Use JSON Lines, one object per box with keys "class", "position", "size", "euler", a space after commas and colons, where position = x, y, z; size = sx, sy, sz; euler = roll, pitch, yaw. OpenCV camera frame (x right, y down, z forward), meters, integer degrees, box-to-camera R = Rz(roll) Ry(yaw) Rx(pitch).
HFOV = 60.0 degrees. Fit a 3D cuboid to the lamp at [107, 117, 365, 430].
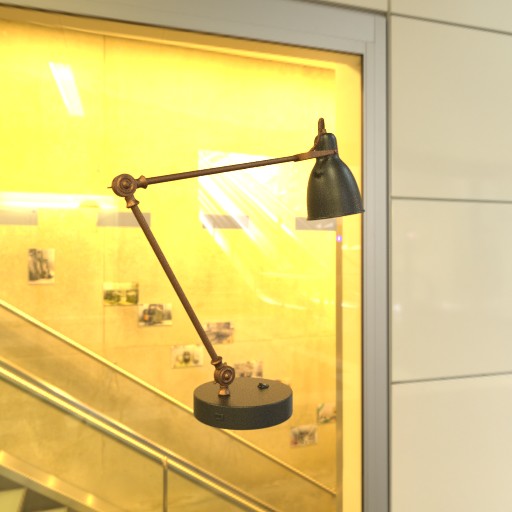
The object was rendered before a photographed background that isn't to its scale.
{"class": "lamp", "position": [0.000, 0.000, 0.856], "size": [0.561, 0.587, 0.187], "euler": [0, 0, -36]}
